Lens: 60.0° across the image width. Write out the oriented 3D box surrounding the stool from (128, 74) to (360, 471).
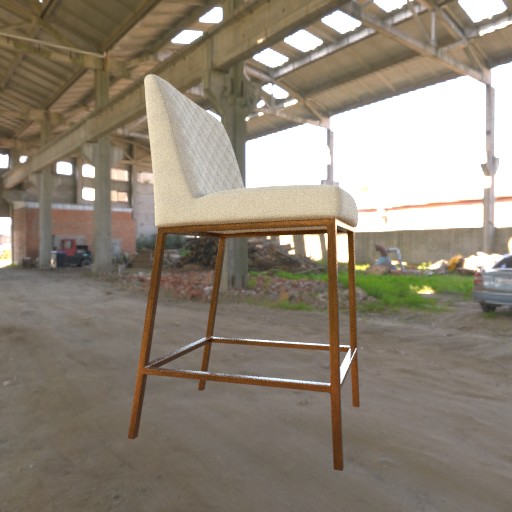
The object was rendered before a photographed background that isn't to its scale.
[{"bbox_3d":[0.000,0.000,1.305,0.576,0.973,0.507,0,1,18],"label":"stool"}]
